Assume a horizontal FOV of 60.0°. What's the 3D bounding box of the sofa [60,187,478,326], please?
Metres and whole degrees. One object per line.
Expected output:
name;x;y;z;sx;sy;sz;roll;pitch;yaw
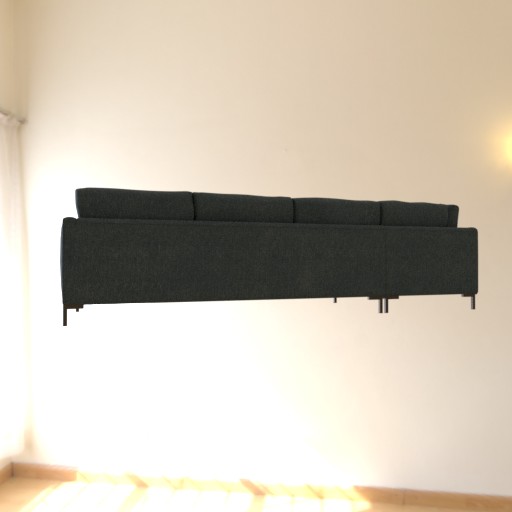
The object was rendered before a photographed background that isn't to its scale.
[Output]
sofa;0.000;0.000;3.855;2.949;0.815;2.007;0;0;-17
